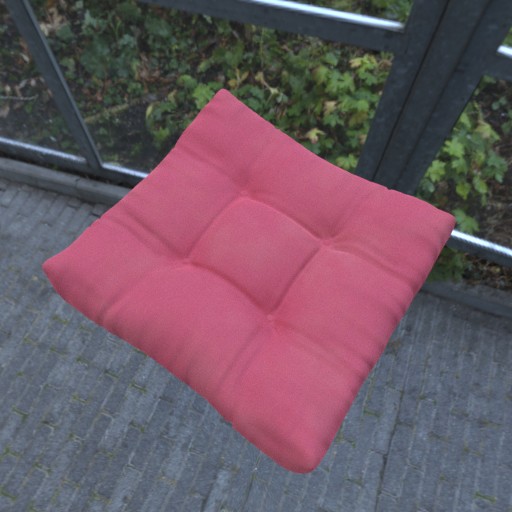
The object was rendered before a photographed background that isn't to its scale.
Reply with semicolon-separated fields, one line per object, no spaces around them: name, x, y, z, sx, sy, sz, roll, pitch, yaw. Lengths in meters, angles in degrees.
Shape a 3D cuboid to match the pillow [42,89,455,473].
pillow;0.000;0.000;0.721;0.490;0.128;0.468;32;69;14
